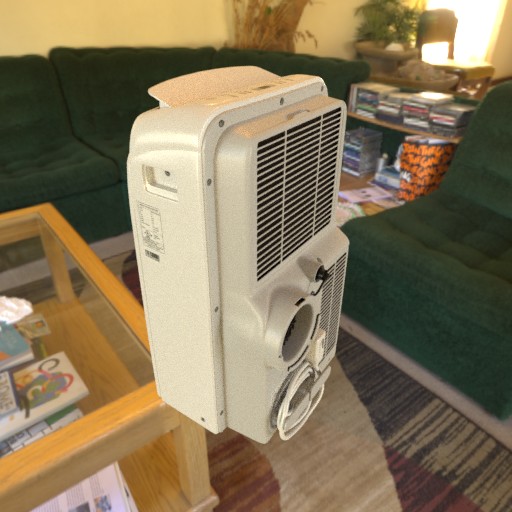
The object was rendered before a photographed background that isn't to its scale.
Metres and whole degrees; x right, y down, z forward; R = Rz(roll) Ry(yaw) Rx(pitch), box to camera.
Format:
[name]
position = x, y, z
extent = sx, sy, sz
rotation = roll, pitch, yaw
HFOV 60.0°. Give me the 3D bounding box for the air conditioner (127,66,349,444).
[air conditioner]
position = 0.000, 0.000, 1.046
extent = 0.414, 0.786, 0.449
rotation = 20, 37, 29
